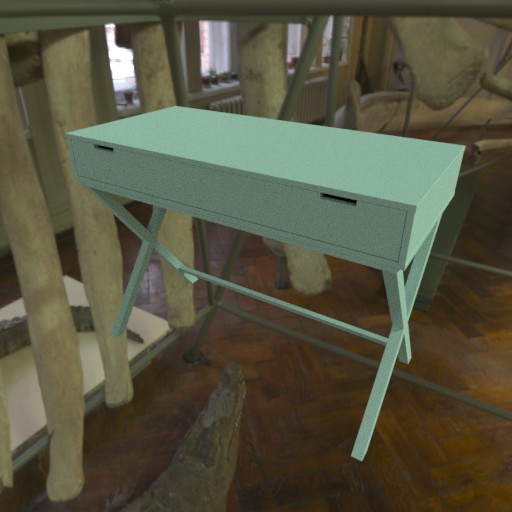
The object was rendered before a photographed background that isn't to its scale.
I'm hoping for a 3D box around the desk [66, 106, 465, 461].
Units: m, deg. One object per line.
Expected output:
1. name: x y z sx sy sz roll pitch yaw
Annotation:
1. desk: 0.000 0.000 1.482 1.059 0.780 0.509 17 34 28
